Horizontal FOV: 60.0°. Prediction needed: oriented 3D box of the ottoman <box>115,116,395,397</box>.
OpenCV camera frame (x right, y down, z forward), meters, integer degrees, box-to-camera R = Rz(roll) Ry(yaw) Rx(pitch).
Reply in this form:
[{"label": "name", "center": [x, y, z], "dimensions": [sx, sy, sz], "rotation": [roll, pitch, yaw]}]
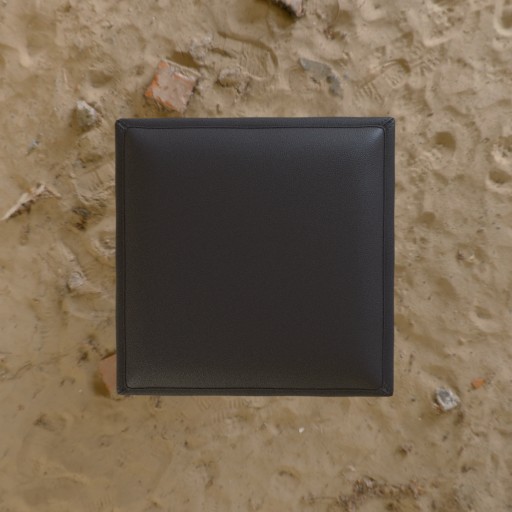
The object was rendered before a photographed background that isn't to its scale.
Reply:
[{"label": "ottoman", "center": [0.000, 0.000, 0.840], "dimensions": [0.450, 0.460, 0.451], "rotation": [0, 91, 1]}]
